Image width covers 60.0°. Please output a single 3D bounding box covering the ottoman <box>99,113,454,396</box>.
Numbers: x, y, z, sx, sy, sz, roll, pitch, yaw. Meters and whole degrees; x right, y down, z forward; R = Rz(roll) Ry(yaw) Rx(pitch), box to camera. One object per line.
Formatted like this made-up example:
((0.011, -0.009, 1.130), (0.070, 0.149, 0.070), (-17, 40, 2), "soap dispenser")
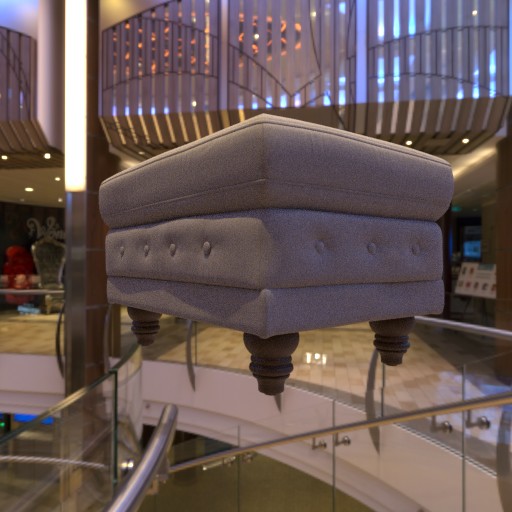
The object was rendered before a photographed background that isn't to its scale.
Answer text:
((0.000, 0.000, 1.133), (0.569, 0.500, 0.771), (0, 0, -37), "ottoman")
